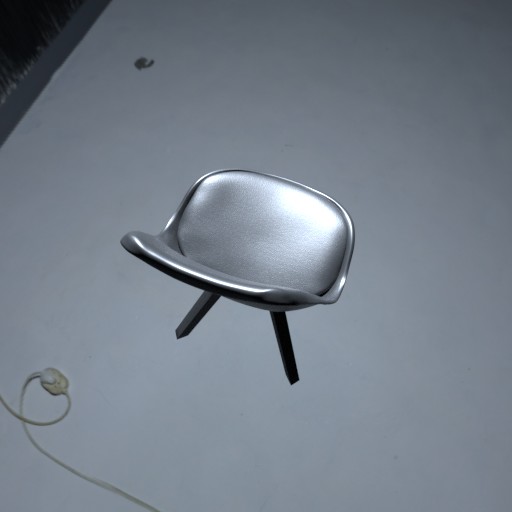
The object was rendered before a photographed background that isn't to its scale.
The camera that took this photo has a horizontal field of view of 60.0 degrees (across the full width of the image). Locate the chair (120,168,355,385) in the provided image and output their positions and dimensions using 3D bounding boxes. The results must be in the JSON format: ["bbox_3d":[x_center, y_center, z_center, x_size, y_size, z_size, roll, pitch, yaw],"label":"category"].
[{"bbox_3d":[0.000,0.000,1.192,0.485,0.850,0.530,20,66,9],"label":"chair"}]
